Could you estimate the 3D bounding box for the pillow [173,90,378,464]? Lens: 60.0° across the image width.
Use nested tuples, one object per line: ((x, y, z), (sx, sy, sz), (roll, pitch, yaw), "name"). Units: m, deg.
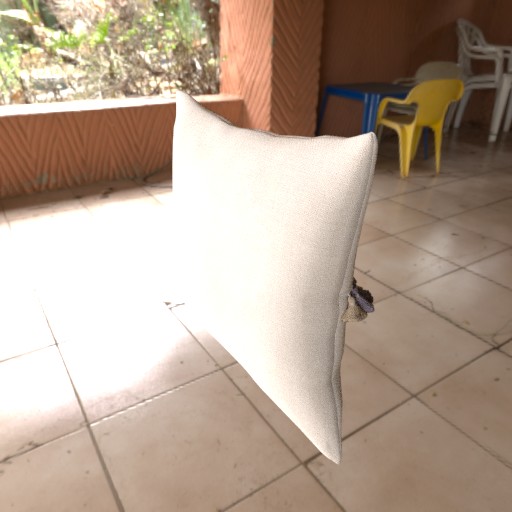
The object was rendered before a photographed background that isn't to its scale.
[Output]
((0.000, 0.000, 0.735), (0.165, 0.481, 0.489), (-17, 31, -30), "pillow")
